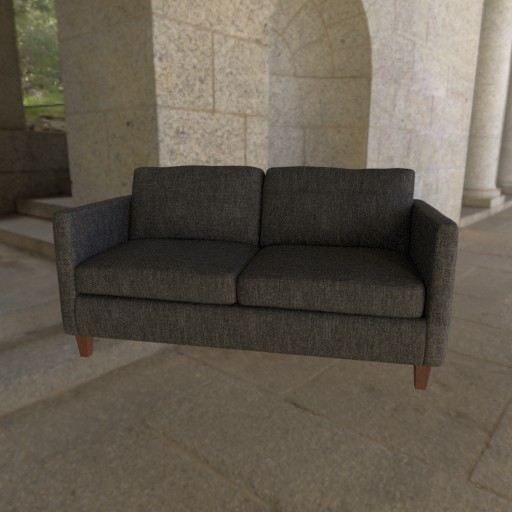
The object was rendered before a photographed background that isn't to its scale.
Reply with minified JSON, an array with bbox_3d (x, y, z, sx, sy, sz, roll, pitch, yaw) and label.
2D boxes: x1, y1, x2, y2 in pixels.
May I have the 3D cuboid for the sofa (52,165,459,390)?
[{"bbox_3d":[0.000,0.000,2.454,1.884,0.963,0.950,3,14,11],"label":"sofa"}]
